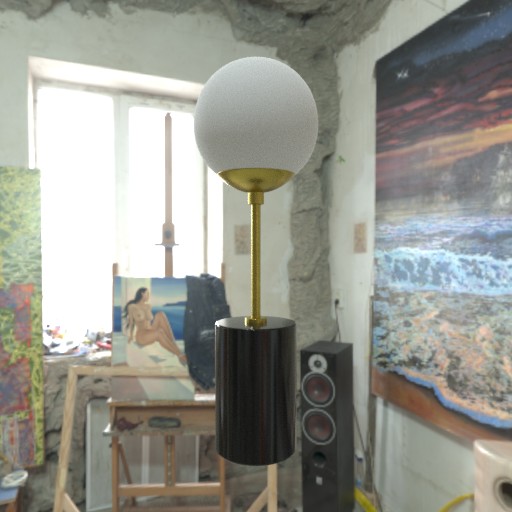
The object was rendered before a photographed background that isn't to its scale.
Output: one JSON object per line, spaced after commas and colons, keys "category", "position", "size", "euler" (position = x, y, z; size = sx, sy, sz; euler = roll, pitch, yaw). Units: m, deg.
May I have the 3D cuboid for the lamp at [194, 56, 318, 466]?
{"category": "lamp", "position": [0.000, 0.000, 0.554], "size": [0.153, 0.480, 0.153], "euler": [0, 1, 0]}
